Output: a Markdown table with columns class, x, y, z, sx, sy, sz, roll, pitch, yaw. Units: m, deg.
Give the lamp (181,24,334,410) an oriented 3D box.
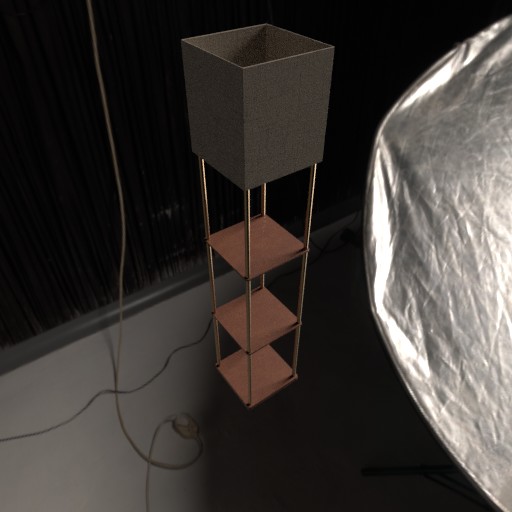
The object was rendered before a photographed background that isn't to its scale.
| class | x | y | z | sx | sy | sz | roll | pitch | yaw |
| --- | --- | --- | --- | --- | --- | --- | --- | --- | --- |
| lamp | 0.000 | 0.000 | 1.751 | 0.308 | 1.569 | 0.310 | -25 | 47 | -27 |
